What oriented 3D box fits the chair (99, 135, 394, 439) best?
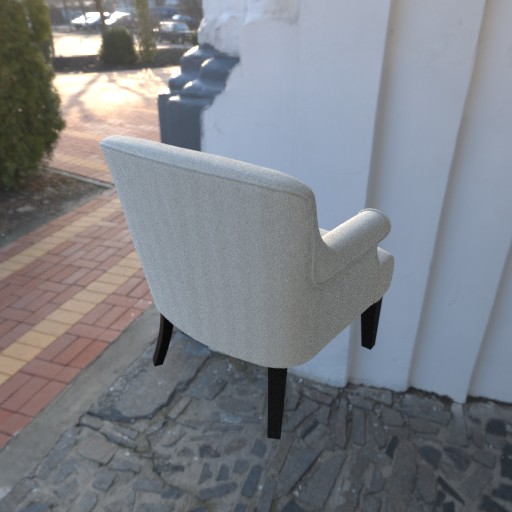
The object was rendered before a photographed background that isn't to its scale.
[{"bbox_3d":[0.000,0.000,1.511,0.781,0.875,0.750,20,34,32],"label":"chair"}]
